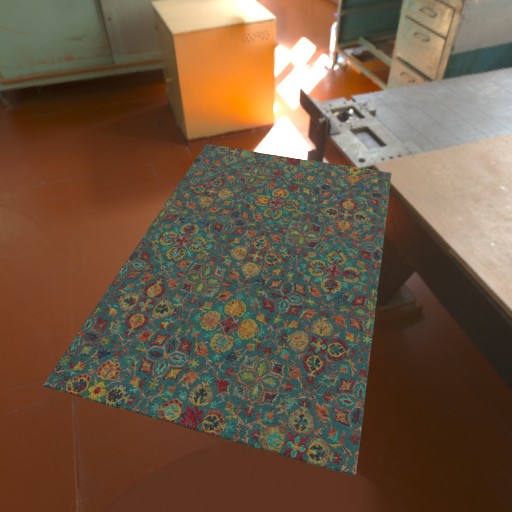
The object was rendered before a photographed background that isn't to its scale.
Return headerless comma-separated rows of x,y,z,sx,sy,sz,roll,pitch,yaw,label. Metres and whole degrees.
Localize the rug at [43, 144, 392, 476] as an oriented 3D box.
0.000,0.000,2.793,1.527,0.016,2.290,11,47,11,rug
